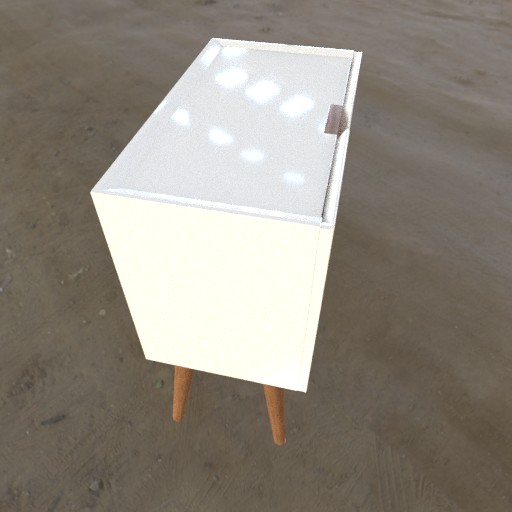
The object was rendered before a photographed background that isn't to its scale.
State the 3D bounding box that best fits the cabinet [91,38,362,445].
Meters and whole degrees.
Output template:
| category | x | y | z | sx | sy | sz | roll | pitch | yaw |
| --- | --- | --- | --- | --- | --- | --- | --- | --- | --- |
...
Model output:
| category | x | y | z | sx | sy | sz | roll | pitch | yaw |
| --- | --- | --- | --- | --- | --- | --- | --- | --- | --- |
| cabinet | 0.000 | 0.000 | 1.072 | 0.344 | 0.772 | 0.591 | 9 | 47 | 9 |
